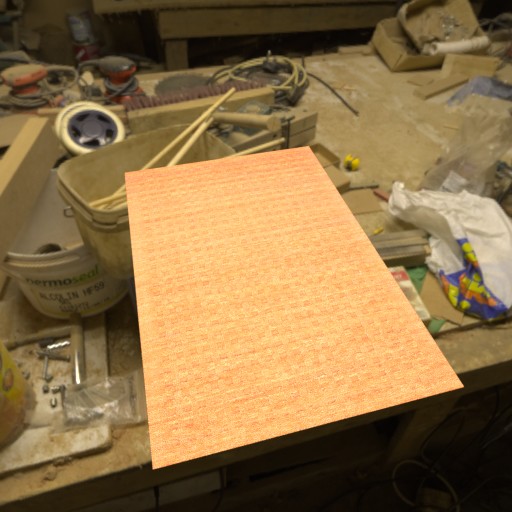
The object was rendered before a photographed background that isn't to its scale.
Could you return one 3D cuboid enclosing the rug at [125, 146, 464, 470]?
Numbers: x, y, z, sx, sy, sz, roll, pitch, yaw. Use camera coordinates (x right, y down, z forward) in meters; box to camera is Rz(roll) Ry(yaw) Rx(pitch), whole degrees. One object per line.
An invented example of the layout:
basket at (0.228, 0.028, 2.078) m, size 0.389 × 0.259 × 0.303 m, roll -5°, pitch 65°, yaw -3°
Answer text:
rug at (0.000, 0.000, 2.831) m, size 1.524 × 0.006 × 2.285 m, roll -11°, pitch 46°, yaw -10°
